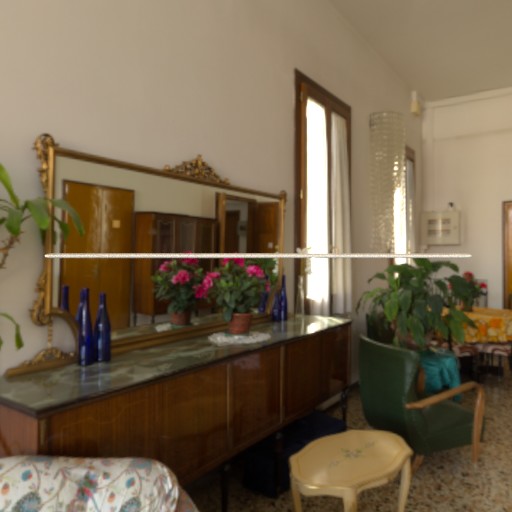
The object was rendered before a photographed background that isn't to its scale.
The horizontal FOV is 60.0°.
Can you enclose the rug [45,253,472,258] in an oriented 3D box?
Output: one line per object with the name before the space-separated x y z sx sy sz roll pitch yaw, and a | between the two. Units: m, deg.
rug | 0.000 0.000 4.050 2.472 0.035 3.017 0 0 -1
